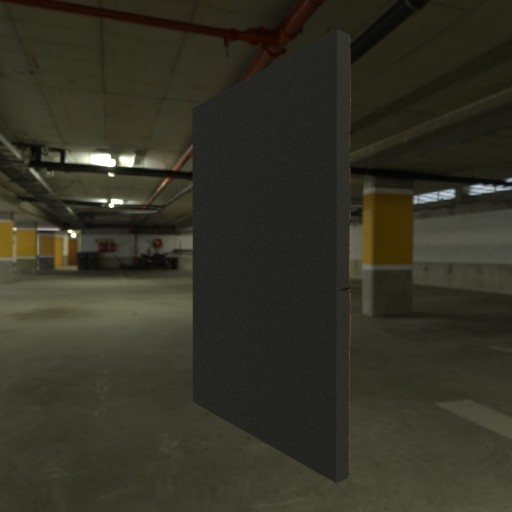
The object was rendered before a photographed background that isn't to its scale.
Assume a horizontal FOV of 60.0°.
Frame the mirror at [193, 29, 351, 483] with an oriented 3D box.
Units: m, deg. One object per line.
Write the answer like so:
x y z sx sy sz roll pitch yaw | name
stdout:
0.000 0.000 1.147 0.044 0.912 0.606 0 1 -36 | mirror
